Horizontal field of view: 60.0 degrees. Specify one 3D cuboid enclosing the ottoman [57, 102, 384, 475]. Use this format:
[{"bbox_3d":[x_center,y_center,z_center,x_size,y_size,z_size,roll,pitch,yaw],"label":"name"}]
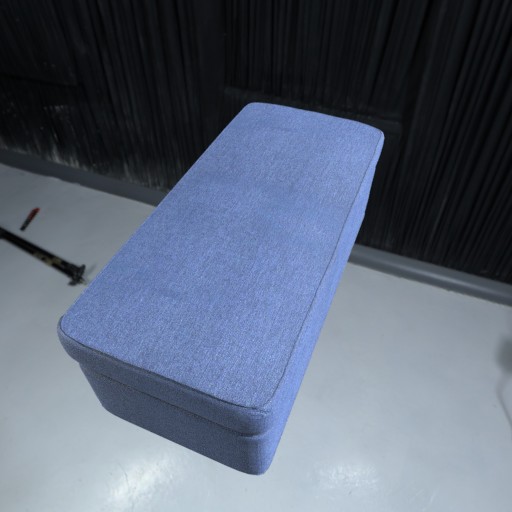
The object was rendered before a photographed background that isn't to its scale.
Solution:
[{"bbox_3d":[0.000,0.000,1.369,0.515,0.460,1.110,17,49,15],"label":"ottoman"}]
